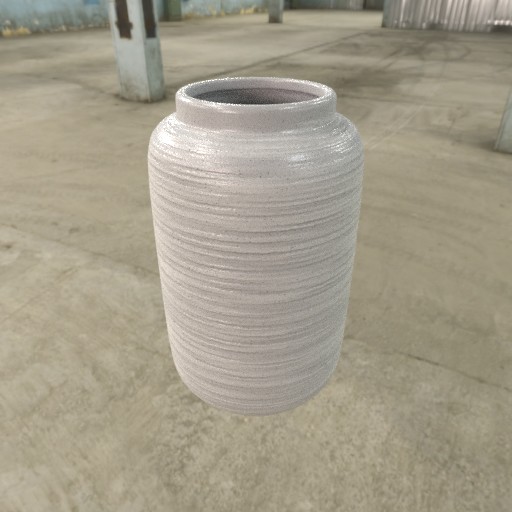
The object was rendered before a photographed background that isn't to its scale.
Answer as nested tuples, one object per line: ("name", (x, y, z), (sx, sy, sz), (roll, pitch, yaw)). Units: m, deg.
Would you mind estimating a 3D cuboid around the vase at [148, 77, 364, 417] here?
("vase", (0.000, 0.000, 0.469), (0.202, 0.335, 0.202), (0, 30, 0))
